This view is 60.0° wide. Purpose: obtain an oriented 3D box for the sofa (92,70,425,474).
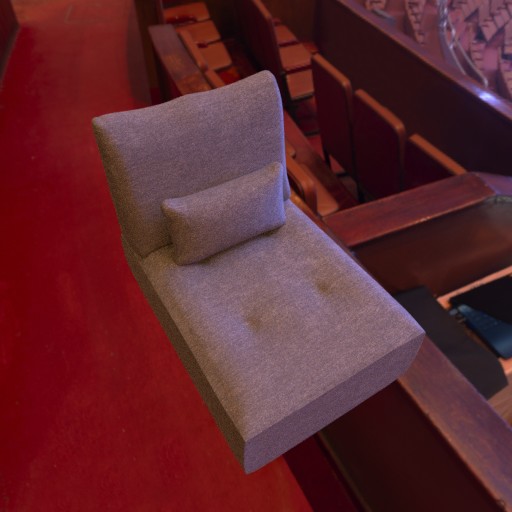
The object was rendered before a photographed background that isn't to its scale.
[{"bbox_3d":[0.000,0.000,1.534,0.700,0.820,1.000,-24,51,-21],"label":"sofa"}]
